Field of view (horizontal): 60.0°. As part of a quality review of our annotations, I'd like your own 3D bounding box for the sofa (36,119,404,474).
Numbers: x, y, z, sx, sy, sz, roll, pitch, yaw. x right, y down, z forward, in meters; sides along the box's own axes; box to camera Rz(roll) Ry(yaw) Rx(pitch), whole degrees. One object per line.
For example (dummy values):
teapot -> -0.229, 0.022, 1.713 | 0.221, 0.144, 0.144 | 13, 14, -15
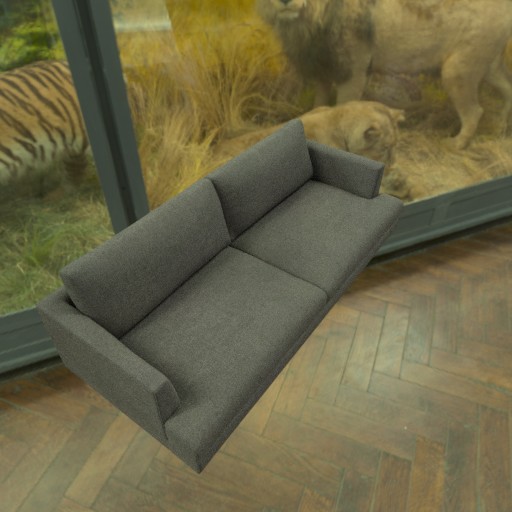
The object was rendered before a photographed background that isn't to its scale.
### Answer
sofa -> 0.000, 0.000, 2.719 | 1.020, 0.868, 2.250 | 26, 48, 26
